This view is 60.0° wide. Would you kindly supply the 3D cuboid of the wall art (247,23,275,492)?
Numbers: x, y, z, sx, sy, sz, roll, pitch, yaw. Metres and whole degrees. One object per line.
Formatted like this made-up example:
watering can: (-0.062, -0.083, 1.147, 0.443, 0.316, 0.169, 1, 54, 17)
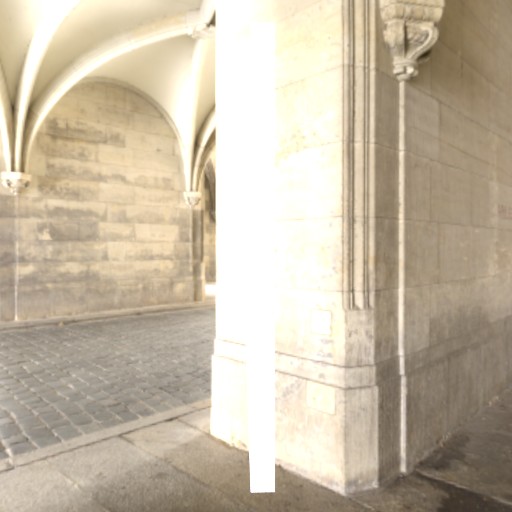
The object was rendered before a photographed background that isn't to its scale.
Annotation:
wall art: (0.000, 0.000, 0.807, 0.028, 0.559, 0.559, 0, 1, -2)
